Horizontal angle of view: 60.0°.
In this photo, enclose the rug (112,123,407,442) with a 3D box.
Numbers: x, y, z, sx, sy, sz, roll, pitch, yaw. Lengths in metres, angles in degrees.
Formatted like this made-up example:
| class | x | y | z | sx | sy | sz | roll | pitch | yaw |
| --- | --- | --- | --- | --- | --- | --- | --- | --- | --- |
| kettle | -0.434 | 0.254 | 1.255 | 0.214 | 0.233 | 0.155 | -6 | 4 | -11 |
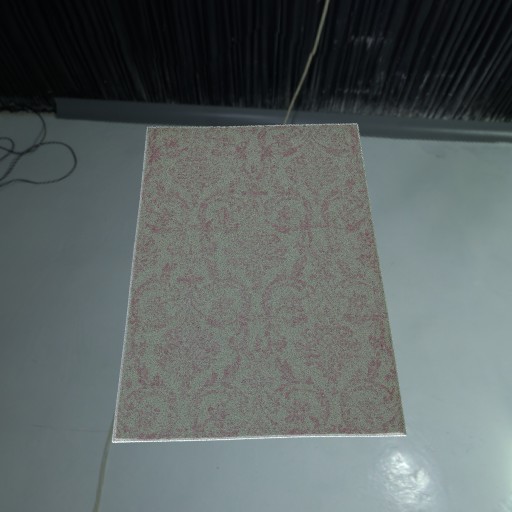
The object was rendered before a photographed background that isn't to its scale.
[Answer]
| class | x | y | z | sx | sy | sz | roll | pitch | yaw |
| --- | --- | --- | --- | --- | --- | --- | --- | --- | --- |
| rug | 0.000 | 0.000 | 2.878 | 1.598 | 0.014 | 2.202 | -1 | 64 | -1 |
